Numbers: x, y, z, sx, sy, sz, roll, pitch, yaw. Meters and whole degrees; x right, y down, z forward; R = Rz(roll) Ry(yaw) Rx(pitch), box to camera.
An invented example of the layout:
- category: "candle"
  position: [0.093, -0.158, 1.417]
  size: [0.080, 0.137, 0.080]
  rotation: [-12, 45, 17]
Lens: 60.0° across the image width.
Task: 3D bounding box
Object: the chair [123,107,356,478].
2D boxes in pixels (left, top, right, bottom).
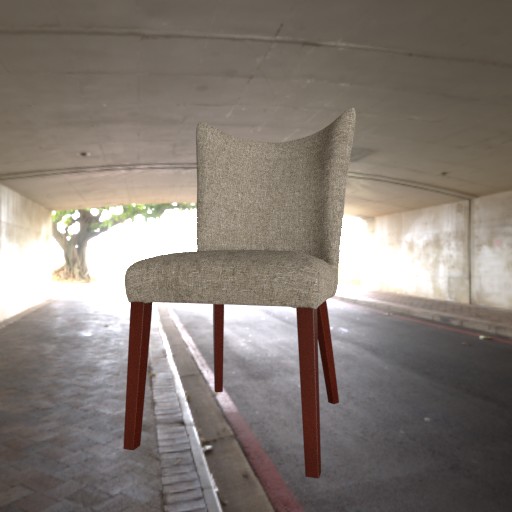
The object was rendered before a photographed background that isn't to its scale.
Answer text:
- category: "chair"
  position: [0.000, 0.000, 1.281]
  size: [0.535, 0.924, 0.623]
  rotation: [0, 0, 18]
